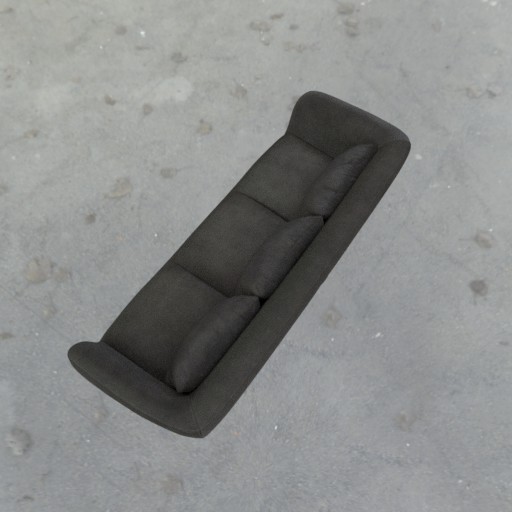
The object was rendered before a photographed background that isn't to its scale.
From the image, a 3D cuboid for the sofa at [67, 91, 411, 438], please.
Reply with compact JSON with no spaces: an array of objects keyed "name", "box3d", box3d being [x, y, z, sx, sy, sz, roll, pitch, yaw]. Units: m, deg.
[{"name":"sofa","box3d":[0.000,0.000,2.787,0.956,0.875,2.296,33,68,15]}]
